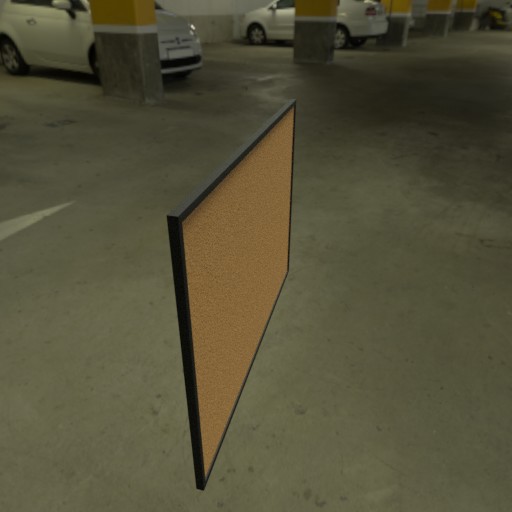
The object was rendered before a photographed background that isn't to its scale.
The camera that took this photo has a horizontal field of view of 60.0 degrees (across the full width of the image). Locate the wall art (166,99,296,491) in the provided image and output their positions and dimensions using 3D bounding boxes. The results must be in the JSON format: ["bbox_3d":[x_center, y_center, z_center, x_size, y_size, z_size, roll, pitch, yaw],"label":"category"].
[{"bbox_3d":[0.000,0.000,0.844,0.013,0.458,0.664,8,30,13],"label":"wall art"}]
